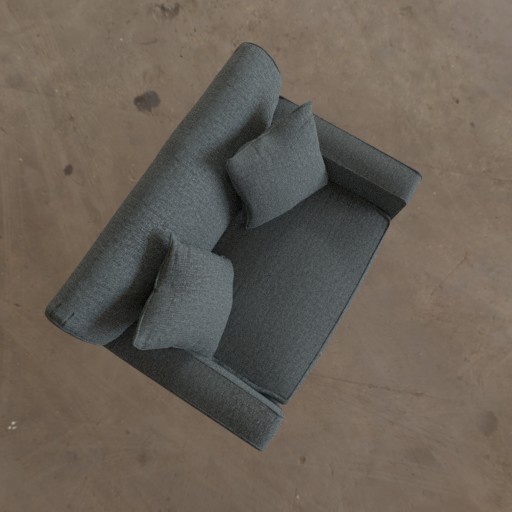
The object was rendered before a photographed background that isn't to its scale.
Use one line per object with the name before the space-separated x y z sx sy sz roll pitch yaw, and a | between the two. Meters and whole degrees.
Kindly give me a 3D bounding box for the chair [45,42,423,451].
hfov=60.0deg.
chair | 0.000 0.000 2.066 1.000 0.948 1.383 31 79 7
